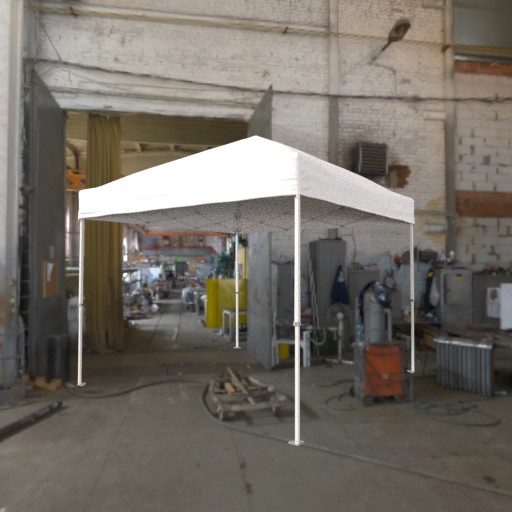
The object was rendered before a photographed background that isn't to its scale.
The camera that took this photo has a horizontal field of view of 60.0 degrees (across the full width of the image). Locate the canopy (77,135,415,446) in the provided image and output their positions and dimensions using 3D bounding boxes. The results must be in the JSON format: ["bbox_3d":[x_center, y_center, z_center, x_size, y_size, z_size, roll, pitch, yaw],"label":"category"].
[{"bbox_3d":[0.000,0.000,5.486,2.998,2.997,2.996,-1,-2,36],"label":"canopy"}]
